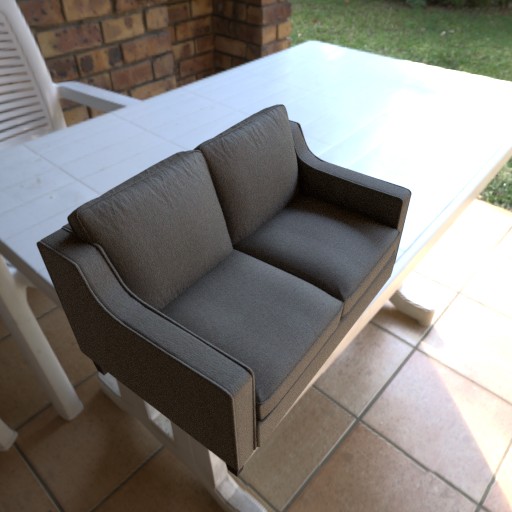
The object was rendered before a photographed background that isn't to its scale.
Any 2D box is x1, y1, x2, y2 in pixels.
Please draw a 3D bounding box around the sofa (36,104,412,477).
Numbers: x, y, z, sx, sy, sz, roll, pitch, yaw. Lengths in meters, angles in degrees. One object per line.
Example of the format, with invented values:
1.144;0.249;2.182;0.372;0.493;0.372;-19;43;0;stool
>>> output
0.000;0.000;2.133;0.985;0.981;1.503;25;46;27;sofa
